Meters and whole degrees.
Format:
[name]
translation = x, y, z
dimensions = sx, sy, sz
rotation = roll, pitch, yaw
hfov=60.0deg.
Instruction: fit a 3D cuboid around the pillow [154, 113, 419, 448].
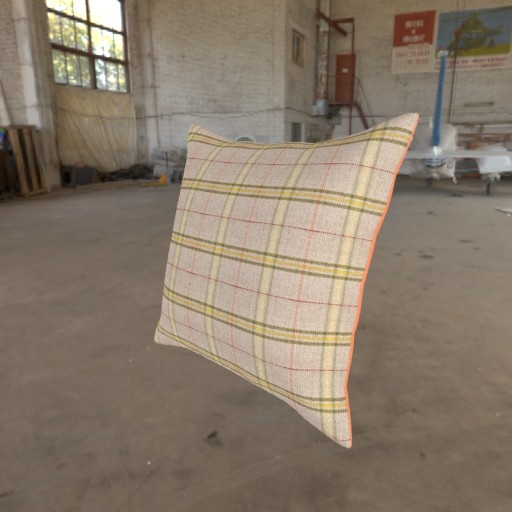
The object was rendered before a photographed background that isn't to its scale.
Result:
[pillow]
translation = 0.000, 0.000, 0.719
dimensions = 0.453, 0.430, 0.200
rotation = 13, 20, 42
